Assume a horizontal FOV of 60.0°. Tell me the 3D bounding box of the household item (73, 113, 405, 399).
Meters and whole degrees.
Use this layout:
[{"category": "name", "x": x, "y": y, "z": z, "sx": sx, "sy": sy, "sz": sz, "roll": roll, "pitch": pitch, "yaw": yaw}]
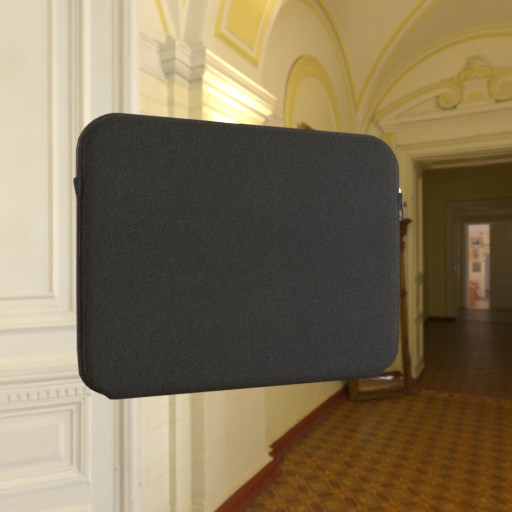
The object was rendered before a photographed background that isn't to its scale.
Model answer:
[{"category": "household item", "x": 0.000, "y": 0.000, "z": 0.517, "sx": 0.396, "sy": 0.305, "sz": 0.030, "roll": 0, "pitch": 0, "yaw": -16}]
